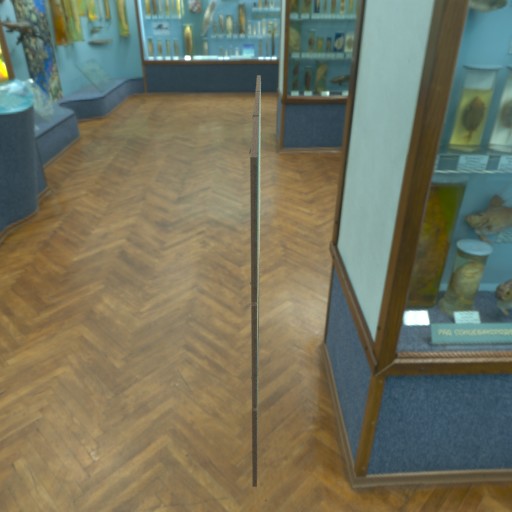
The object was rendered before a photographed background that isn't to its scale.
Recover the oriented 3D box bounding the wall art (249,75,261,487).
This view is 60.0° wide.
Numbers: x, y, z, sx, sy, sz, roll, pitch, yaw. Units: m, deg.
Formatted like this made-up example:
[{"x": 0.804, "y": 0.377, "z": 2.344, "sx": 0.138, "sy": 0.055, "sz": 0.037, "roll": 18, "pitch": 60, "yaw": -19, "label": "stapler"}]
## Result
[{"x": 0.000, "y": 0.000, "z": 1.352, "sx": 0.018, "sy": 0.904, "sz": 0.906, "roll": 0, "pitch": 30, "yaw": 1, "label": "wall art"}]
